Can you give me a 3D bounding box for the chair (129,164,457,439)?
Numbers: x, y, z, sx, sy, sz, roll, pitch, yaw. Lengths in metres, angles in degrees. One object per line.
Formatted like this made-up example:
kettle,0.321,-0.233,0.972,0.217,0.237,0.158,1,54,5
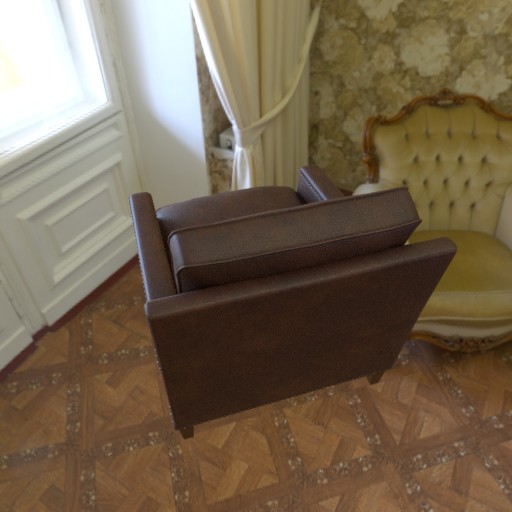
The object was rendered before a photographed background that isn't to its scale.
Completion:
chair,0.000,0.000,1.691,0.853,0.929,1.014,-12,42,-13
